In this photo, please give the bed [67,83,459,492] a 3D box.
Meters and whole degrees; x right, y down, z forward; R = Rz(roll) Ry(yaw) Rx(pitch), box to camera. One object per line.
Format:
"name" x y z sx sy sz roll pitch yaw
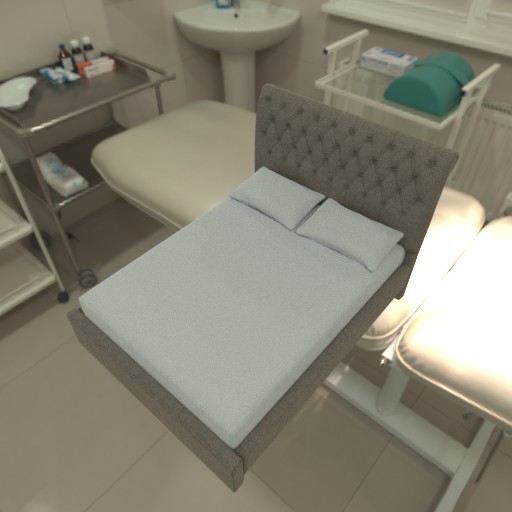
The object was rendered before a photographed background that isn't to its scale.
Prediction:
"bed" 0.000 0.000 3.177 1.645 1.371 2.252 31 52 28
